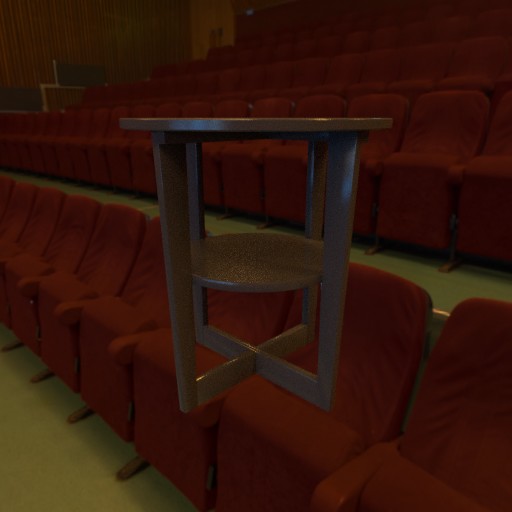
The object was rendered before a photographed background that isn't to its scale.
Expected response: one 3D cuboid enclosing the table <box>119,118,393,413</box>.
[{"bbox_3d":[0.000,0.000,0.926,0.500,0.550,0.500,0,17,0],"label":"table"}]
